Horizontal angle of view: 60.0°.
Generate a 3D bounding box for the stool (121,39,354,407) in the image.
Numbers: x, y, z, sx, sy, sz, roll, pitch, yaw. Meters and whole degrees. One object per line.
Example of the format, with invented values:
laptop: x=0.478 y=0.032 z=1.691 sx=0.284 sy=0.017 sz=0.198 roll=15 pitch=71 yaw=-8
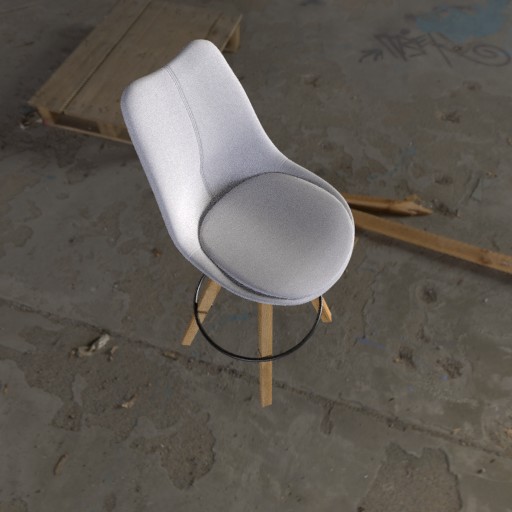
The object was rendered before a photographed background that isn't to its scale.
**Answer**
stool: x=0.000 y=0.000 z=1.380 sx=0.550 sy=1.115 sz=0.484 roll=33 pitch=63 yaw=19
